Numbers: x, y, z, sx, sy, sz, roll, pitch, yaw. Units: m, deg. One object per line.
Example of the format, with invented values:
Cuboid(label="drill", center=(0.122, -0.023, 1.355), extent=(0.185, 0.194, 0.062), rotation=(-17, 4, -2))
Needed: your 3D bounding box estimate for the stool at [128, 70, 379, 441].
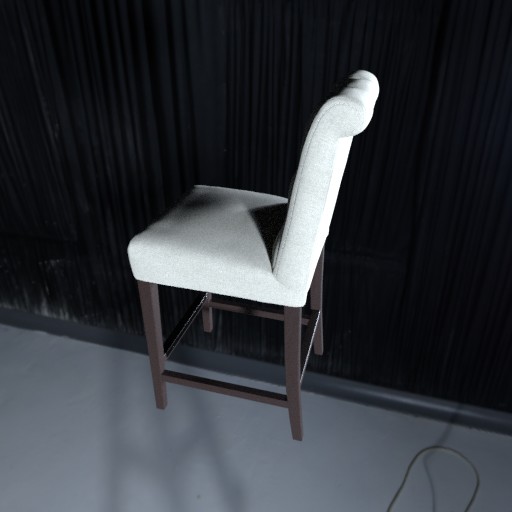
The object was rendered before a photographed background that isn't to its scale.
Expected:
Cuboid(label="stool", center=(0.000, 0.000, 1.372), extent=(0.601, 1.040, 0.493), rotation=(8, 30, 14))
